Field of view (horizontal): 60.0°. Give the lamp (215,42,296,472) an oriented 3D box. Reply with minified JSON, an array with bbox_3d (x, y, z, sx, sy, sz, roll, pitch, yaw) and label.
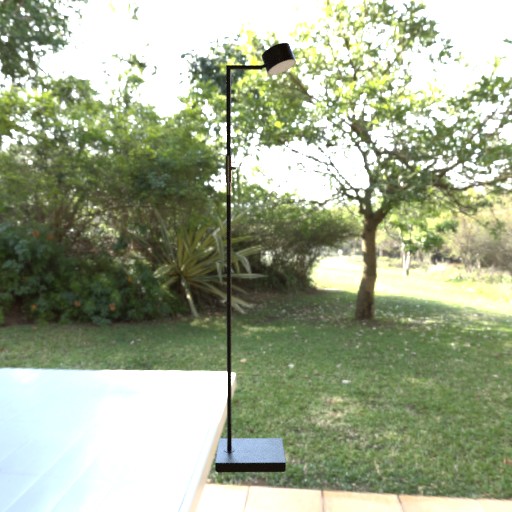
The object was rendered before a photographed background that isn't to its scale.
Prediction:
[{"bbox_3d":[0.000,0.000,1.713,0.304,1.600,0.203,0,2,-1],"label":"lamp"}]
